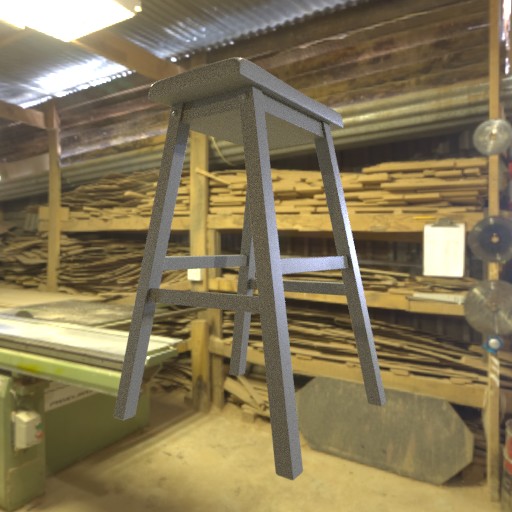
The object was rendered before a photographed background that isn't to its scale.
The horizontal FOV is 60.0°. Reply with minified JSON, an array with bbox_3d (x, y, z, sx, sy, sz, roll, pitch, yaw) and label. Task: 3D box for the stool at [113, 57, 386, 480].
[{"bbox_3d":[0.000,0.000,1.055,0.476,0.737,0.457,1,1,35],"label":"stool"}]
